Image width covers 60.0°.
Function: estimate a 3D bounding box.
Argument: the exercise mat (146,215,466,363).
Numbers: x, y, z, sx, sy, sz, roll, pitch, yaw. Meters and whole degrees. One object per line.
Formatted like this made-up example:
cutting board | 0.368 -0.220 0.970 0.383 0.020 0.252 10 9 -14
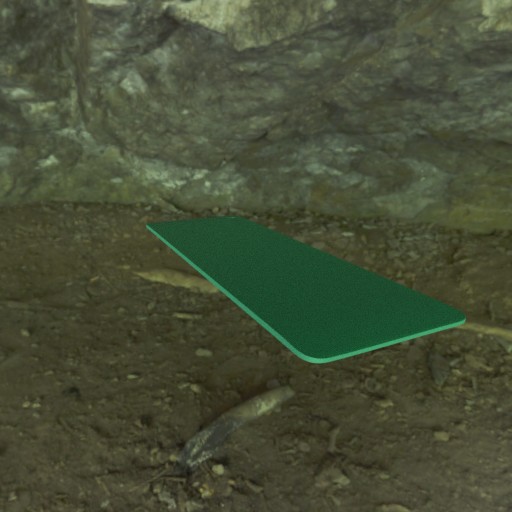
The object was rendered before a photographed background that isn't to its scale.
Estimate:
exercise mat | 0.000 0.000 2.064 0.616 0.021 1.869 -8 18 -25
